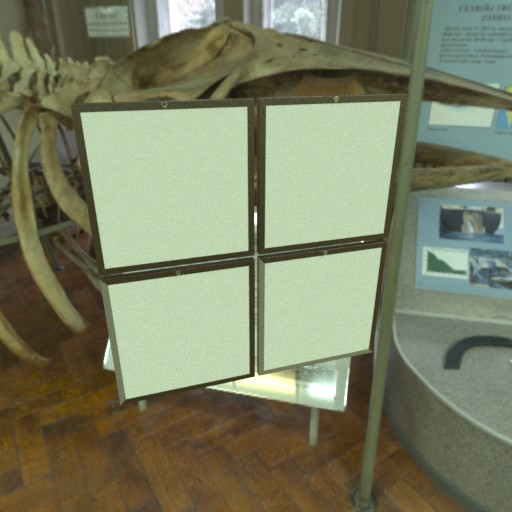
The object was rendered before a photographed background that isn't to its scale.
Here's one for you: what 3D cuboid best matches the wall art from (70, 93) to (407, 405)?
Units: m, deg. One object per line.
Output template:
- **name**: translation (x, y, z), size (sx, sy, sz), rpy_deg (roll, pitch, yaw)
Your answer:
- **wall art**: translation (0.000, 0.000, 1.532), size (1.032, 1.032, 0.030), rpy_deg (-7, 26, -16)
